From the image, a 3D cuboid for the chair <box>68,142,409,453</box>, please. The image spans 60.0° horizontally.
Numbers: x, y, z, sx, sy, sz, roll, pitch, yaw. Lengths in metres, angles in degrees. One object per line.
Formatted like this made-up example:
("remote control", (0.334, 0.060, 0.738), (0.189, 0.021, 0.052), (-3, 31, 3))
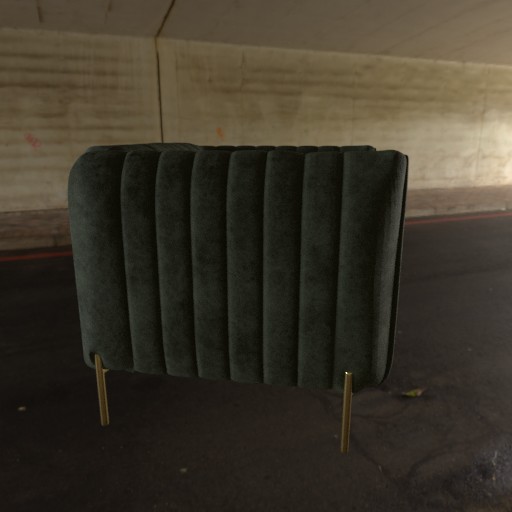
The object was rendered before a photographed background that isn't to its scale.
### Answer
("chair", (0.000, 0.000, 1.602), (0.877, 0.794, 1.032), (3, 15, 9))
